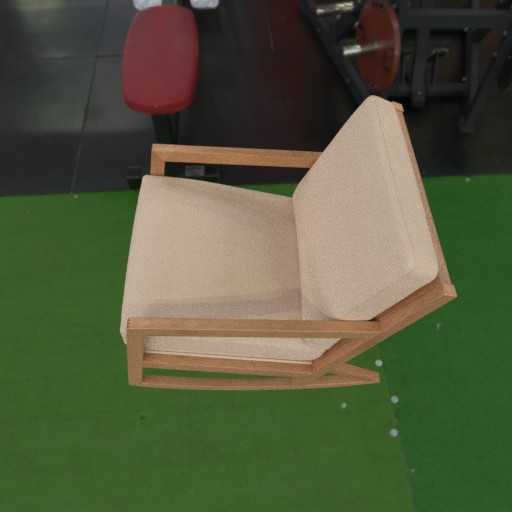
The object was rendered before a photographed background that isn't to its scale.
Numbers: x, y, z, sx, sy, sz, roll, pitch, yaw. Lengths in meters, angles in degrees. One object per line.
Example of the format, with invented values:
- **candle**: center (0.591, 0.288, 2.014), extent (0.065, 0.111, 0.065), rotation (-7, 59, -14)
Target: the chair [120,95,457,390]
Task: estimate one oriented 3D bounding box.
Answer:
- **chair**: center (0.000, 0.000, 1.387), extent (0.857, 0.790, 0.622), rotation (-1, 58, -1)
